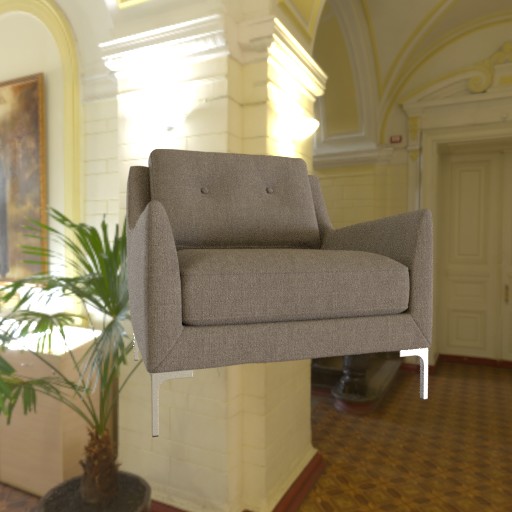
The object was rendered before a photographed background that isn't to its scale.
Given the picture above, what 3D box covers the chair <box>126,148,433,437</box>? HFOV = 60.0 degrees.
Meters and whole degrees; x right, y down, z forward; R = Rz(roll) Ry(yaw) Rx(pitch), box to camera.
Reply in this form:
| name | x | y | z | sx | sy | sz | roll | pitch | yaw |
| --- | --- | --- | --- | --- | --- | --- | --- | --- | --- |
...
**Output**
| name | x | y | z | sx | sy | sz | roll | pitch | yaw |
| --- | --- | --- | --- | --- | --- | --- | --- | --- | --- |
| chair | 0.000 | 0.000 | 1.547 | 0.847 | 0.828 | 0.849 | -1 | 2 | -19 |
